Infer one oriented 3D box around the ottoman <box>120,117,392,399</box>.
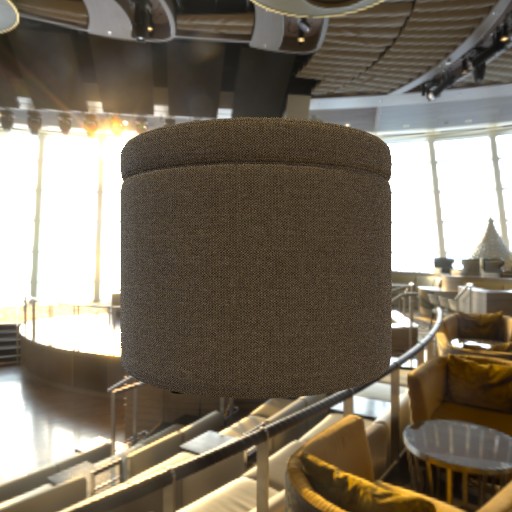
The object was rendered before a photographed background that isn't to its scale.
[{"bbox_3d":[0.000,0.000,0.853,0.500,0.419,0.500,0,0,0],"label":"ottoman"}]
